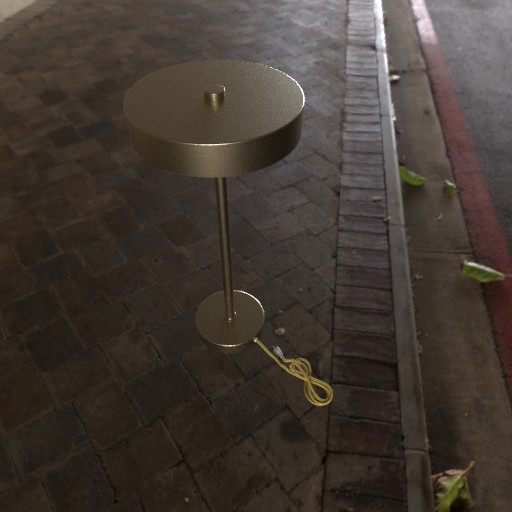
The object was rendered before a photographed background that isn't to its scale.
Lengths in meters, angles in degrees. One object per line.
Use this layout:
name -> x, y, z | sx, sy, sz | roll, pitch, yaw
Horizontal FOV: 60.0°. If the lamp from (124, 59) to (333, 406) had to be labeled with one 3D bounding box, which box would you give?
lamp -> 0.000, 0.000, 0.709 | 0.369, 0.508, 0.229 | 32, 54, 28
